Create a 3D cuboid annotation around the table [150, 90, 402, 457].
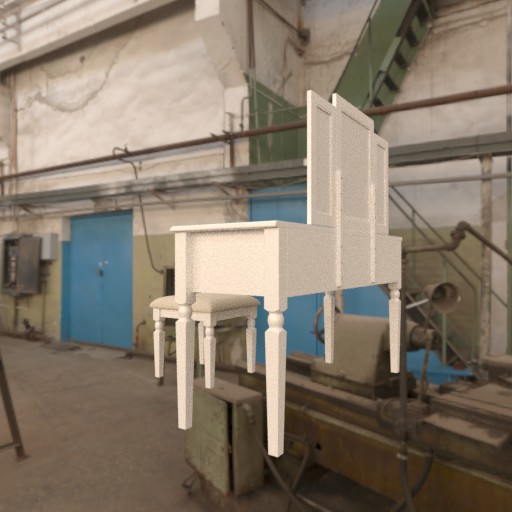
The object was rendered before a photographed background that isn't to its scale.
[{"bbox_3d":[0.000,0.000,2.273,1.115,1.310,1.369,0,0,34],"label":"table"}]
